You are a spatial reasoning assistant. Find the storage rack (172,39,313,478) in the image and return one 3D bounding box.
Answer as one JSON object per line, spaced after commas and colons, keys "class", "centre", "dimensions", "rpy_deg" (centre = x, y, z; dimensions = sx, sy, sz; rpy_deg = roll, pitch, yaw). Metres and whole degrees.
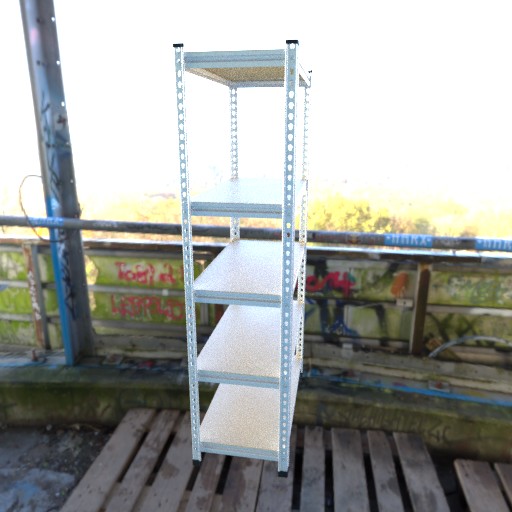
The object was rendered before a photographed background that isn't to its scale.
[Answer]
{"class": "storage rack", "centre": [0.000, 0.000, 2.239], "dimensions": [0.457, 1.829, 0.914], "rpy_deg": [3, 17, 10]}
